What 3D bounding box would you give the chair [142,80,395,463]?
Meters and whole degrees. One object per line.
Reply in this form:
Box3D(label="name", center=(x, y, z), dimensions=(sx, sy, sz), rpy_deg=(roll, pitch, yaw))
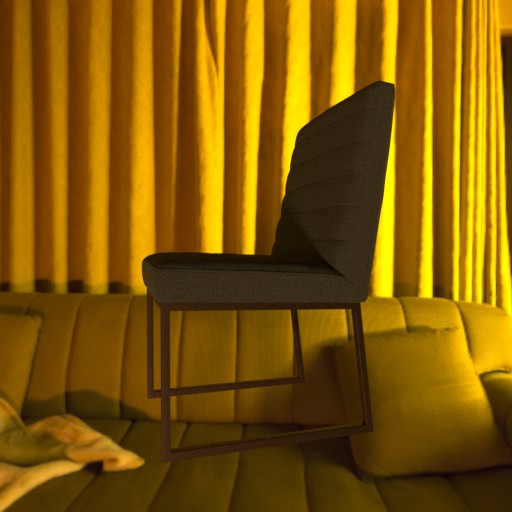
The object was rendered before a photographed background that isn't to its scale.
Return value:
Box3D(label="chair", center=(0.000, 0.000, 1.310), dimensions=(0.634, 0.930, 0.520), rpy_deg=(0, 2, -18))
